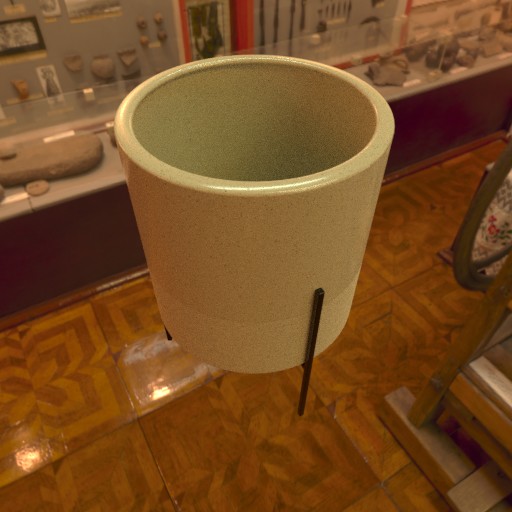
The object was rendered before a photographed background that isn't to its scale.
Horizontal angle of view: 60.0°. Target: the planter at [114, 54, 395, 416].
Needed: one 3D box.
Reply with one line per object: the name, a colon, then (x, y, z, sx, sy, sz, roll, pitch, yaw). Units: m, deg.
planter: (0.000, 0.000, 0.671, 0.314, 0.475, 0.323, -21, 49, -19)
